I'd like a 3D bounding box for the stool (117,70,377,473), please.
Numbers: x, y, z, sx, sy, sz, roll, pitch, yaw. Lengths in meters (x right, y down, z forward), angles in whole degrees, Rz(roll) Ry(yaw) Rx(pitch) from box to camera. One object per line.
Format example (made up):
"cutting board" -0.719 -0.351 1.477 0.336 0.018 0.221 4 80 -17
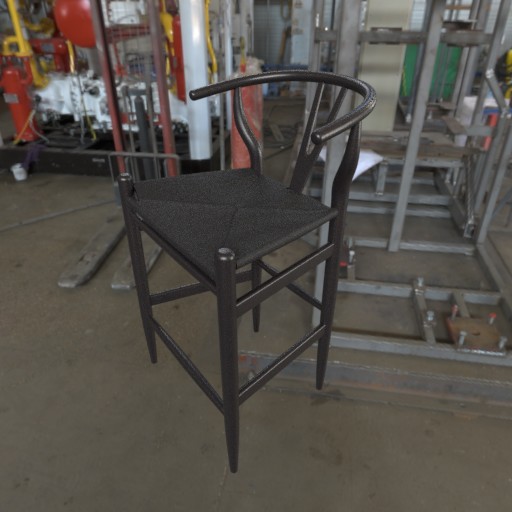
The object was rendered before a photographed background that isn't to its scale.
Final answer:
"stool" 0.000 0.000 1.324 0.579 0.970 0.569 -21 37 -30
